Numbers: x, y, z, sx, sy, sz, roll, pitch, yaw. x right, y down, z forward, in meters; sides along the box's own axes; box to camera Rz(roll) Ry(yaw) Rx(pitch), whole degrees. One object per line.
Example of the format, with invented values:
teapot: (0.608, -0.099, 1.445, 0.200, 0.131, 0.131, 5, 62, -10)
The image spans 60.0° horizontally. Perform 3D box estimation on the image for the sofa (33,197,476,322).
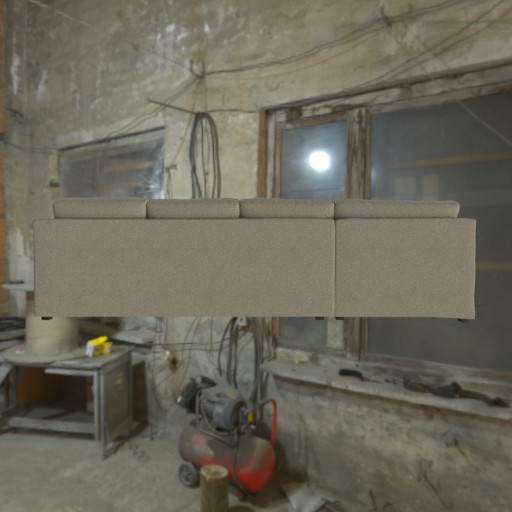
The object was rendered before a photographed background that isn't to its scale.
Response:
sofa: (0.000, 0.000, 3.977, 3.205, 0.922, 1.650, 0, 1, 0)
